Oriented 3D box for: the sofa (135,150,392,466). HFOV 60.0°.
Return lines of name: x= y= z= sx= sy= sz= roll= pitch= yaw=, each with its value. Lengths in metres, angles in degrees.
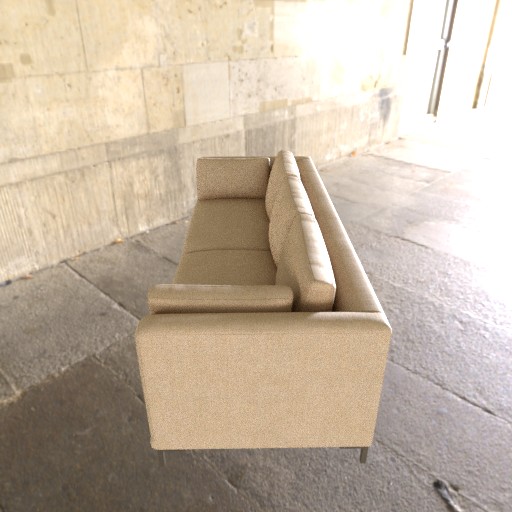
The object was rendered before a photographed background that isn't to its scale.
sofa: x=0.000 y=0.000 z=2.840 sx=0.969 sy=0.867 sz=2.415 roll=0 pitch=28 yaw=-1
